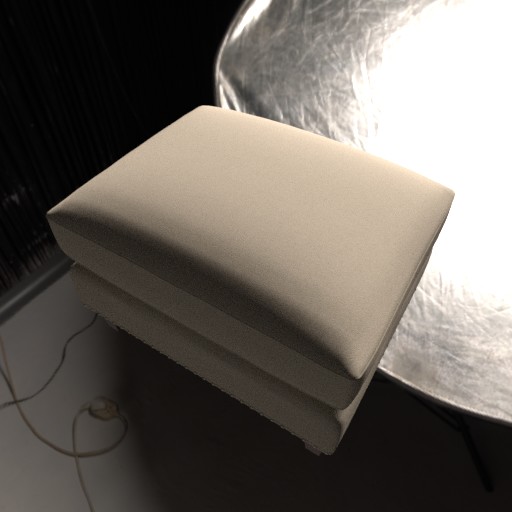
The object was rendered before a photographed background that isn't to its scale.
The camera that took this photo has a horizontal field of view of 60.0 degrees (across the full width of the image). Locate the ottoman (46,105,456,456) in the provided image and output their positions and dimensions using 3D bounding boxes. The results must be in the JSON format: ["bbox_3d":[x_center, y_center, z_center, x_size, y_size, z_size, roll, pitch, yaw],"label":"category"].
[{"bbox_3d":[0.000,0.000,1.109,0.741,0.513,0.584,25,52,21],"label":"ottoman"}]
